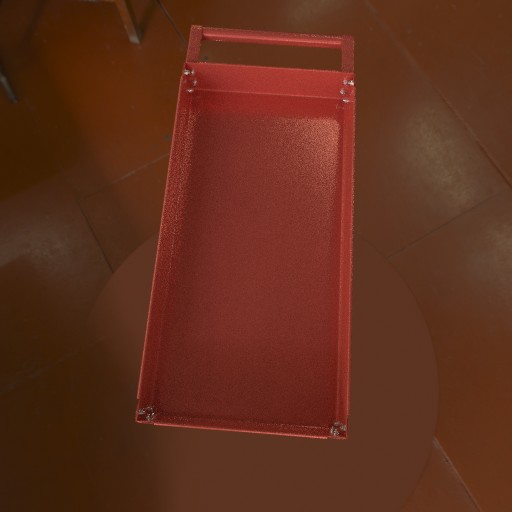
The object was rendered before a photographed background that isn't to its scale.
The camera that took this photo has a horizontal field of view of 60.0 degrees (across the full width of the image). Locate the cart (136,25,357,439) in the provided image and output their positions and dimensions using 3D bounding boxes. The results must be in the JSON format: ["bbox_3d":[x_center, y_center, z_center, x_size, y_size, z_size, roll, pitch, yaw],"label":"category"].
[{"bbox_3d":[0.000,0.000,1.137,0.366,0.719,0.779,4,75,1],"label":"cart"}]
